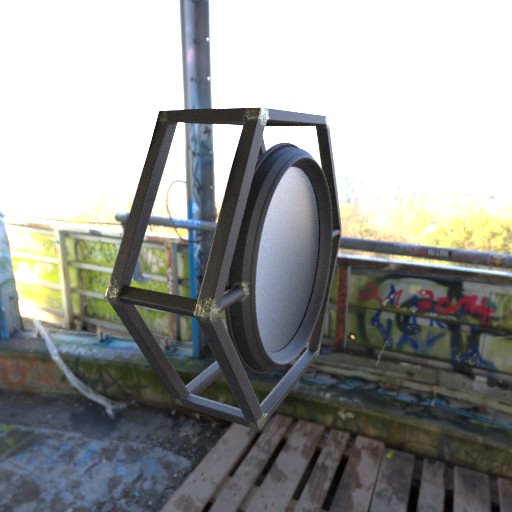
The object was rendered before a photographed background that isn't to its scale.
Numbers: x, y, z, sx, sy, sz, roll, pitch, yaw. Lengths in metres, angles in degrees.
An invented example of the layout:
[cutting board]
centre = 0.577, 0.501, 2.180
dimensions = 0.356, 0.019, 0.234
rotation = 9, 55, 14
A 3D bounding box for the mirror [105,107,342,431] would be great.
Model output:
[mirror]
centre = 0.000, 0.000, 0.544
dimensions = 0.119, 0.334, 0.380
rotation = 7, 17, 26
